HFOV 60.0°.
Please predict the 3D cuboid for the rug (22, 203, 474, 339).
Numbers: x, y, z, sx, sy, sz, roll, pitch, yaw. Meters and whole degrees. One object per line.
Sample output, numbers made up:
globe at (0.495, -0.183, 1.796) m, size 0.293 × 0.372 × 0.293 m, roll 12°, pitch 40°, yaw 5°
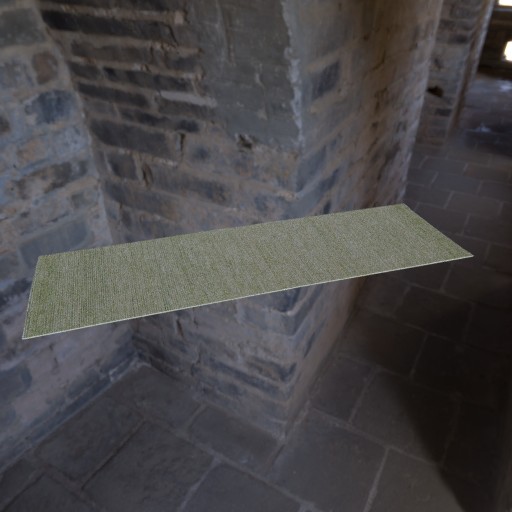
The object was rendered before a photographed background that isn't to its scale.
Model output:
rug at (0.000, 0.000, 2.478) m, size 2.340 × 0.013 × 0.686 m, roll -9°, pitch 34°, yaw -14°
